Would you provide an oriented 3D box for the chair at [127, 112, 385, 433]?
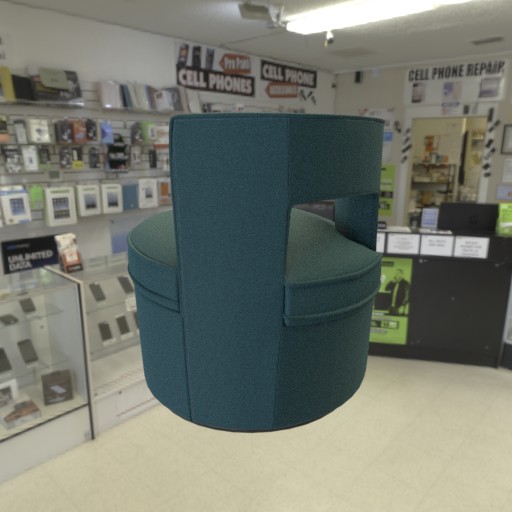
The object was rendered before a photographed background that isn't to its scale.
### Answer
[{"bbox_3d":[0.000,0.000,1.214,0.684,0.711,0.660,-13,19,-43],"label":"chair"}]
